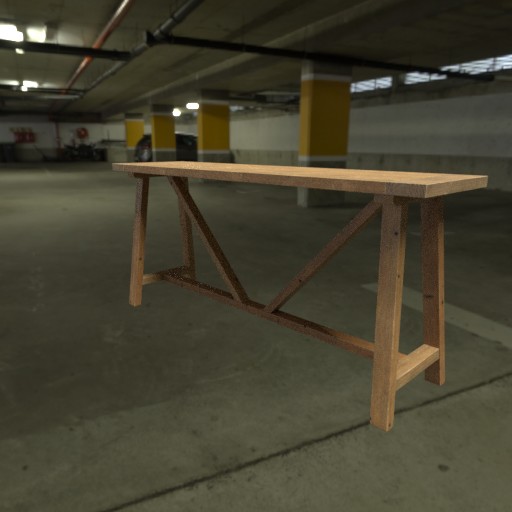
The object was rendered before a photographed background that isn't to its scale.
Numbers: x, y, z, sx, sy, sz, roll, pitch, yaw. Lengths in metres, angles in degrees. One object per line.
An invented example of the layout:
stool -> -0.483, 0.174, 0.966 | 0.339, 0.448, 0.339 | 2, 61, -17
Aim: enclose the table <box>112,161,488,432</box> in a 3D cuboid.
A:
table -> 0.000, 0.000, 2.085 | 0.465, 0.810, 1.800 | -14, 20, -43
